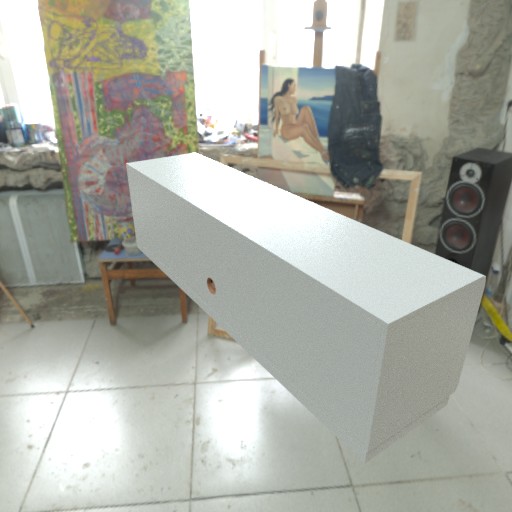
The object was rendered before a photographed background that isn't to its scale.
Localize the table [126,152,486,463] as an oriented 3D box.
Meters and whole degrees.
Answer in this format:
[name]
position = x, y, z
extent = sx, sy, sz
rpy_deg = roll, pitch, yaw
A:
[table]
position = 0.000, 0.000, 1.699
extent = 0.400, 0.440, 1.550
rpy_deg = -17, 32, -31
